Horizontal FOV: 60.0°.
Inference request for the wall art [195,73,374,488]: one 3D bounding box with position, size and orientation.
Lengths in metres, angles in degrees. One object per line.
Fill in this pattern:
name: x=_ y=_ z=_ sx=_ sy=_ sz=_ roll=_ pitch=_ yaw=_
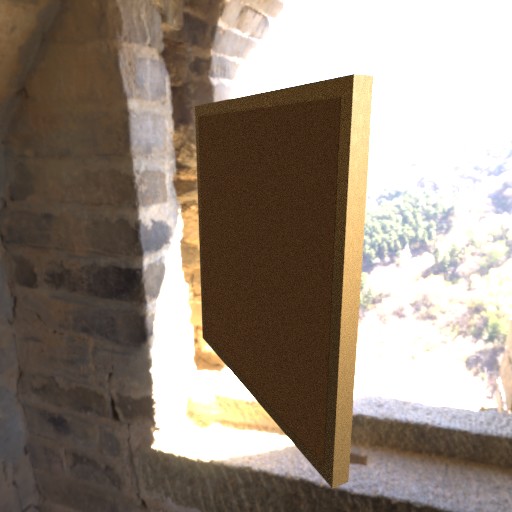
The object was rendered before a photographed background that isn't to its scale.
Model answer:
wall art: x=0.000 y=0.000 z=2.818 sx=0.099 sy=1.926 sz=1.926 roll=-7 pitch=16 yaw=-25
